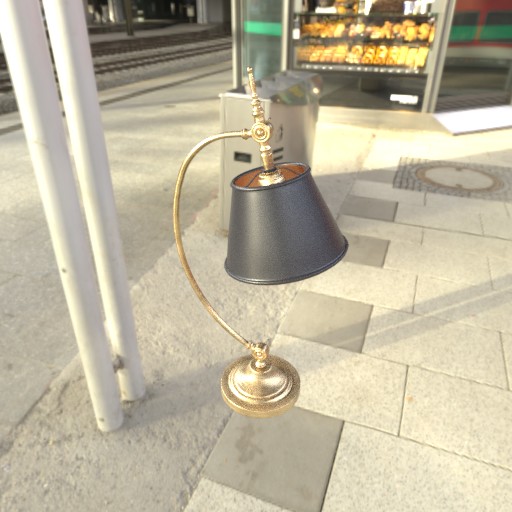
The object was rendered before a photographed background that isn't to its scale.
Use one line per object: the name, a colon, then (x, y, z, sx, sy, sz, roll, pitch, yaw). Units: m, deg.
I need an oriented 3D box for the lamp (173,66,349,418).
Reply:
lamp: (0.000, 0.000, 0.856, 0.344, 0.675, 0.235, 10, 31, 17)
